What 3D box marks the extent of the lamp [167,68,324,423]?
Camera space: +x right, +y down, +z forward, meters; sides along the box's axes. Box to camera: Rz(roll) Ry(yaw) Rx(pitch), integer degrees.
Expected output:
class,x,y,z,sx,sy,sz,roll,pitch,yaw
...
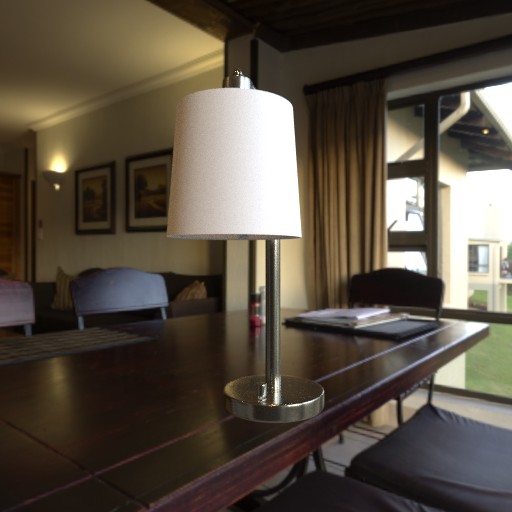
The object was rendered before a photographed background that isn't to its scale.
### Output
class,x,y,z,sx,sy,sz,roll,pitch,yaw
lamp,0.000,0.000,0.647,0.171,0.489,0.333,0,1,20
